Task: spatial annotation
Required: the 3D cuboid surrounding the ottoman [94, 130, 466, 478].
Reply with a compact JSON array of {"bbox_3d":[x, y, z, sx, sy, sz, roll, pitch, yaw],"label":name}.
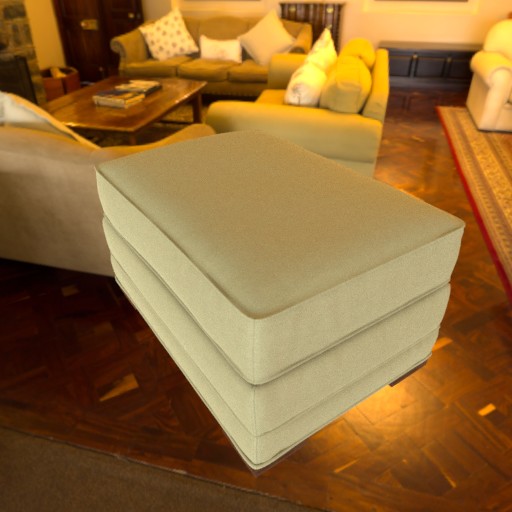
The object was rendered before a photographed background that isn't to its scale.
[{"bbox_3d":[0.000,0.000,1.220,0.611,0.482,0.848,-21,38,-28],"label":"ottoman"}]
